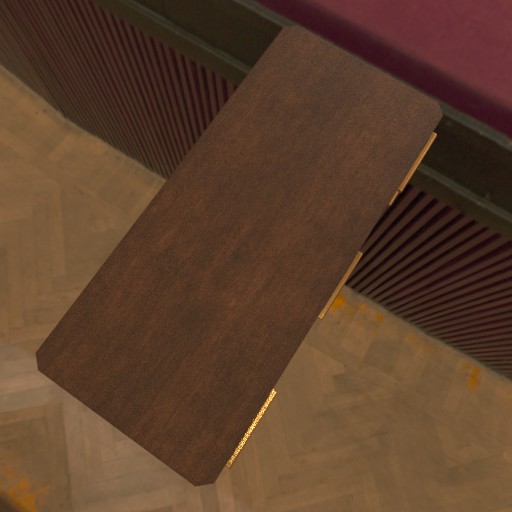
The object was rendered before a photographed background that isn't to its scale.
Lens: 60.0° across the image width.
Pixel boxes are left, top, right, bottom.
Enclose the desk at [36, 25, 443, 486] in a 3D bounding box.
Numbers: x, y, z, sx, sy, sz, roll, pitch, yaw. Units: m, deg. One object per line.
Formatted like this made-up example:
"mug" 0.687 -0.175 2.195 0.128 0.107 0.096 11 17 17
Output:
"desk" 0.000 0.000 1.819 0.684 0.762 1.479 33 78 8
